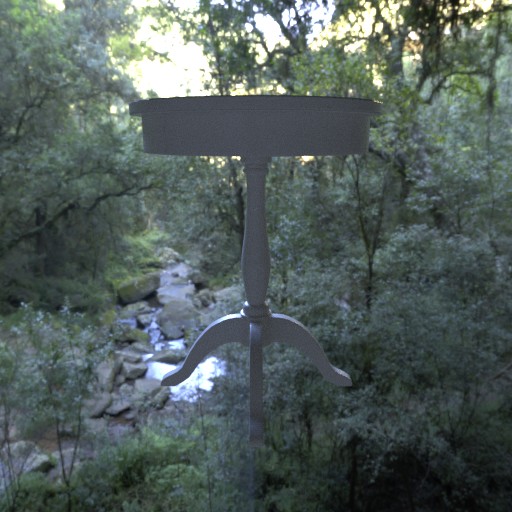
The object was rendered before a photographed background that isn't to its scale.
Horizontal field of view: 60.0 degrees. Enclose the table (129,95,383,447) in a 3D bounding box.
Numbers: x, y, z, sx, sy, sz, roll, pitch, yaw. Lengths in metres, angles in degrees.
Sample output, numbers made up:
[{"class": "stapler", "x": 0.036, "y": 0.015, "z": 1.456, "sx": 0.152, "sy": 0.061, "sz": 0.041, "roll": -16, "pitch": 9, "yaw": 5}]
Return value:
[{"class": "table", "x": 0.000, "y": 0.000, "z": 1.010, "sx": 0.513, "sy": 0.653, "sz": 0.513, "roll": 0, "pitch": 15, "yaw": 0}]
